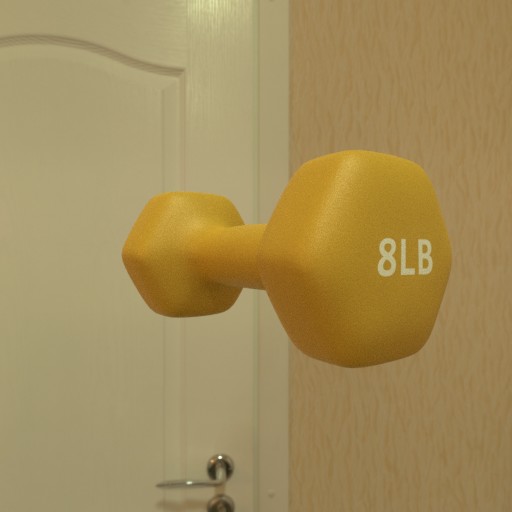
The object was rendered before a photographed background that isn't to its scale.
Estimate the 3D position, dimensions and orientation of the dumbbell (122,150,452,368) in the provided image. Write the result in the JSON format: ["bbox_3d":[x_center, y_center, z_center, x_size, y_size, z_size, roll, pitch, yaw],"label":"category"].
[{"bbox_3d":[0.000,0.000,0.238,0.090,0.082,0.190,-1,1,-36],"label":"dumbbell"}]
